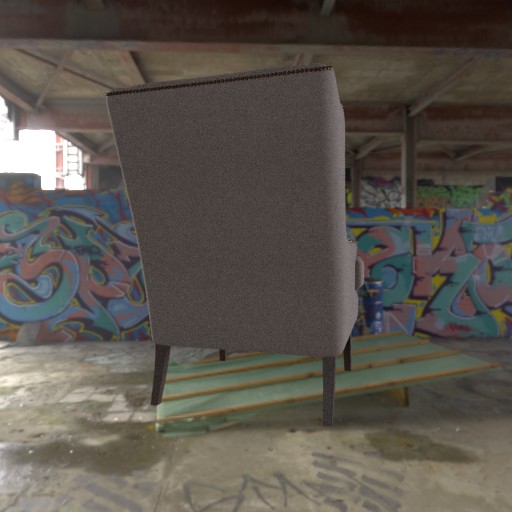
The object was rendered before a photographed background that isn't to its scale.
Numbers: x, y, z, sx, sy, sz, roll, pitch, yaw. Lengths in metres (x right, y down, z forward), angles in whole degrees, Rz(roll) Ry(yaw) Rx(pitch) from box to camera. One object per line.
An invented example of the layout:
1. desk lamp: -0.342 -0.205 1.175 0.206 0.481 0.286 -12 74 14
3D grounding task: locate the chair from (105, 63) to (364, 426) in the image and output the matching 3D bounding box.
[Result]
1. chair: 0.000 0.000 1.652 0.737 1.029 0.940 0 1 17
